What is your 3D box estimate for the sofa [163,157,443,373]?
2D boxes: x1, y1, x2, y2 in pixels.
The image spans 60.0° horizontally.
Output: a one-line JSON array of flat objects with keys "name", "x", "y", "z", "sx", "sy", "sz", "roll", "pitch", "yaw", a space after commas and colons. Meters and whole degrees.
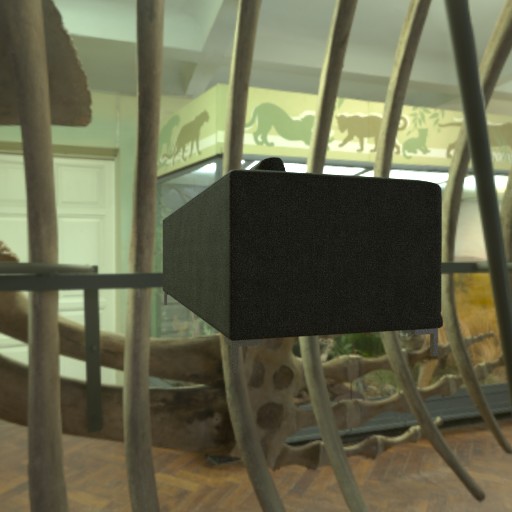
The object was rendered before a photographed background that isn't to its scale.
[{"name": "sofa", "x": 0.000, "y": 0.000, "z": 2.924, "sx": 0.969, "sy": 0.867, "sz": 2.415, "roll": 0, "pitch": 0, "yaw": -18}]
